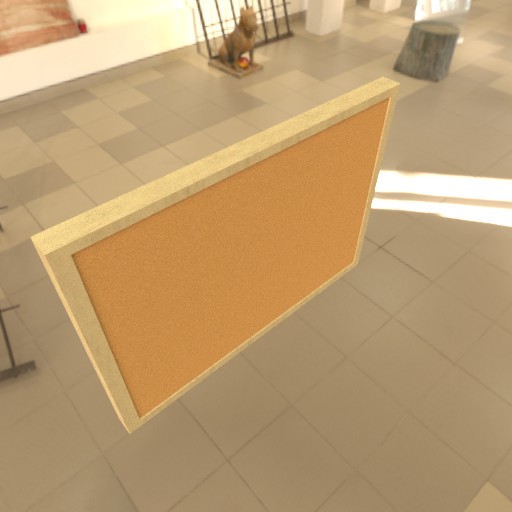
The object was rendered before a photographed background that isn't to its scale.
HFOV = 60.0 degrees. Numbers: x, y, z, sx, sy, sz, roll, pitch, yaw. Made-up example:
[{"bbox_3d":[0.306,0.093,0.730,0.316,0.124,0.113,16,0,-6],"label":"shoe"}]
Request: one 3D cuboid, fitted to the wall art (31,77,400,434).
[{"bbox_3d":[0.000,0.000,0.662,0.532,0.380,0.032,-32,53,-28],"label":"wall art"}]
